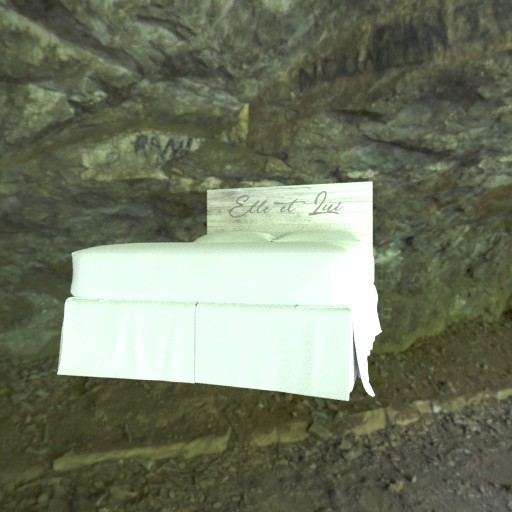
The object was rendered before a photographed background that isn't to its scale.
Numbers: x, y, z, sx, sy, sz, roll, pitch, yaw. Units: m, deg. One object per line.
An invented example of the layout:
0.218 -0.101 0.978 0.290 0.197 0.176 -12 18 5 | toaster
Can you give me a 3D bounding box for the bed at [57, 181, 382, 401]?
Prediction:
0.000 0.000 3.199 1.745 1.335 2.094 0 0 18 | bed
